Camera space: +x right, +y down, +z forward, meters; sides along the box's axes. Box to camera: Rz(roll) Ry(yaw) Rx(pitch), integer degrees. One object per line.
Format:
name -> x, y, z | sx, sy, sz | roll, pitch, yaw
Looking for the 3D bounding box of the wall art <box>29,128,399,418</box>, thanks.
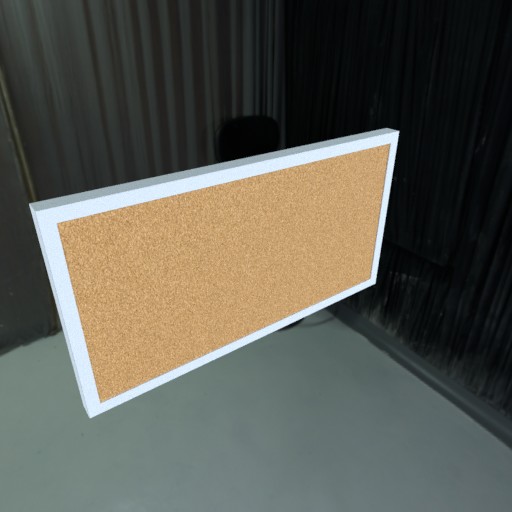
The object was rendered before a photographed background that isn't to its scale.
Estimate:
wall art -> 0.000, 0.000, 0.964 | 0.812, 0.431, 0.038 | -19, 35, -31
